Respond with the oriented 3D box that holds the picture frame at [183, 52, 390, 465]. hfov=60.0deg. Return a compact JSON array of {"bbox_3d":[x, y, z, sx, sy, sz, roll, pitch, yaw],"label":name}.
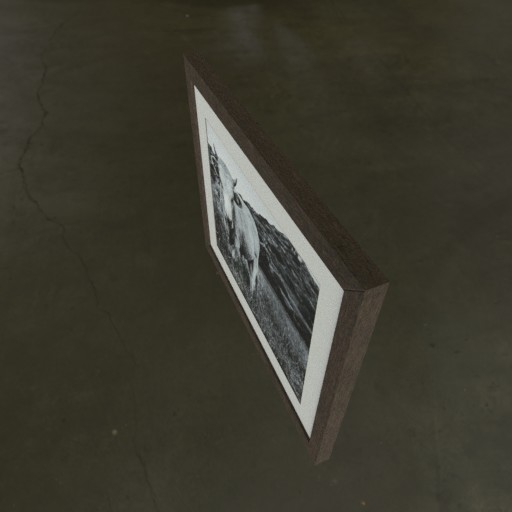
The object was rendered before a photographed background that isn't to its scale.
[{"bbox_3d":[0.000,0.000,0.733,0.026,0.455,0.546,-18,49,-16],"label":"picture frame"}]
